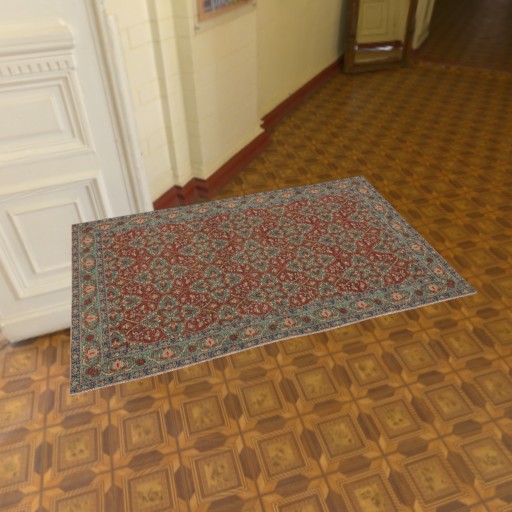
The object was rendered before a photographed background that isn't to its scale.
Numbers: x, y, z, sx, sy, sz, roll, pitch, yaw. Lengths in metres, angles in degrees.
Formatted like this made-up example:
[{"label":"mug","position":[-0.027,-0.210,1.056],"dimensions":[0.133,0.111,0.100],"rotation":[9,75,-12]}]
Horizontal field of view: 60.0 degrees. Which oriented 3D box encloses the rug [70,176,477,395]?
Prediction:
[{"label":"rug","position":[0.000,0.000,3.061],"dimensions":[2.439,0.011,1.533],"rotation":[-11,41,-13]}]
